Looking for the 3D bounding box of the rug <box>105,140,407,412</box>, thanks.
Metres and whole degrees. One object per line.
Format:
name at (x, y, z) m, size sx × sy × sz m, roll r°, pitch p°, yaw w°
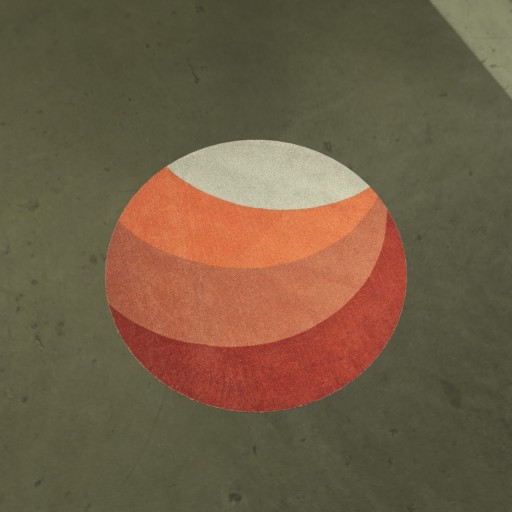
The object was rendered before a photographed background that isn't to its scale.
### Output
rug at (0.000, 0.000, 2.251) m, size 1.514 × 0.015 × 1.514 m, roll 0°, pitch 63°, yaw 0°
